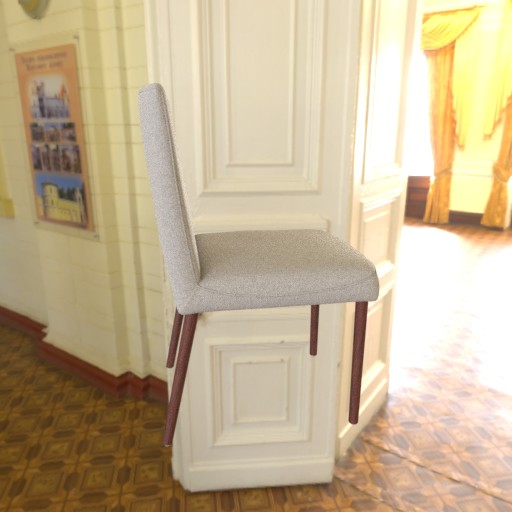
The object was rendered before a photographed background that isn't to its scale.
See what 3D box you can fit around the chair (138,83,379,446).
[{"bbox_3d":[0.000,0.000,1.220,0.570,0.859,0.456,-3,17,-9],"label":"chair"}]
